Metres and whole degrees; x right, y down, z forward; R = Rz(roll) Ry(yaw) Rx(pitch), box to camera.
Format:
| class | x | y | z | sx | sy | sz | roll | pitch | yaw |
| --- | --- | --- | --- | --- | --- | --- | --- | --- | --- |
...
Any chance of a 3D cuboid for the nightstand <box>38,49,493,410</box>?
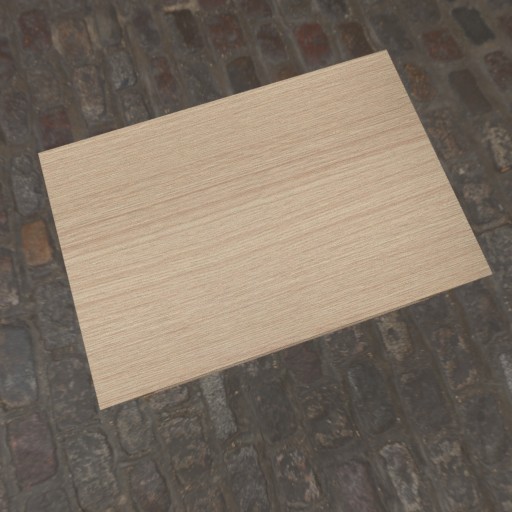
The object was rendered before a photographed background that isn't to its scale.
| class | x | y | z | sx | sy | sz | roll | pitch | yaw |
| --- | --- | --- | --- | --- | --- | --- | --- | --- | --- |
| nightstand | 0.000 | 0.000 | 0.948 | 0.571 | 0.610 | 0.407 | -18 | 77 | -4 |
